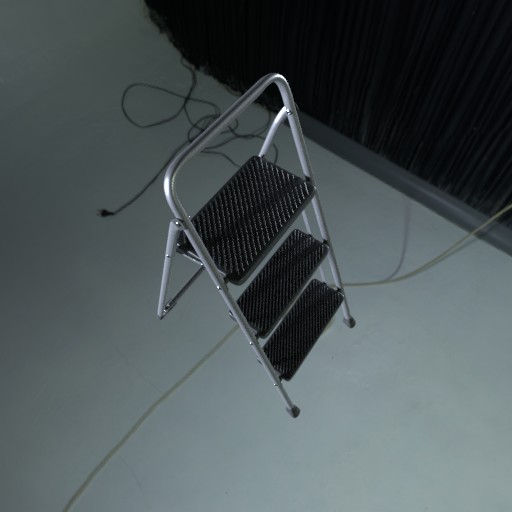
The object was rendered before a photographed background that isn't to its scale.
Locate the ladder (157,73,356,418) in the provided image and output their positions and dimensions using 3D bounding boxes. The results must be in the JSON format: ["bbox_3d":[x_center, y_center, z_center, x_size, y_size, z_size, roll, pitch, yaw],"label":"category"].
[{"bbox_3d":[0.000,0.000,1.265,0.629,0.945,0.430,31,64,17],"label":"ladder"}]
